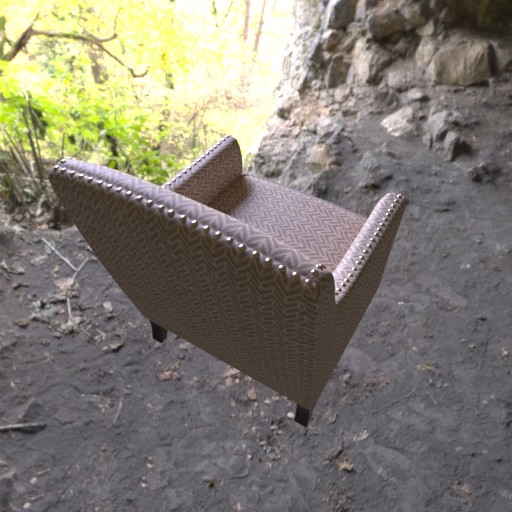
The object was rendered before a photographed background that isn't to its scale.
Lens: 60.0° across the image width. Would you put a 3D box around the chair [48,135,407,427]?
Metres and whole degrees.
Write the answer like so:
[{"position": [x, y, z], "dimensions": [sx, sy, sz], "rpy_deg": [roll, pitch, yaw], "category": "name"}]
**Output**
[{"position": [0.000, 0.000, 1.258], "dimensions": [0.623, 0.816, 0.651], "rpy_deg": [24, 52, 21], "category": "chair"}]
